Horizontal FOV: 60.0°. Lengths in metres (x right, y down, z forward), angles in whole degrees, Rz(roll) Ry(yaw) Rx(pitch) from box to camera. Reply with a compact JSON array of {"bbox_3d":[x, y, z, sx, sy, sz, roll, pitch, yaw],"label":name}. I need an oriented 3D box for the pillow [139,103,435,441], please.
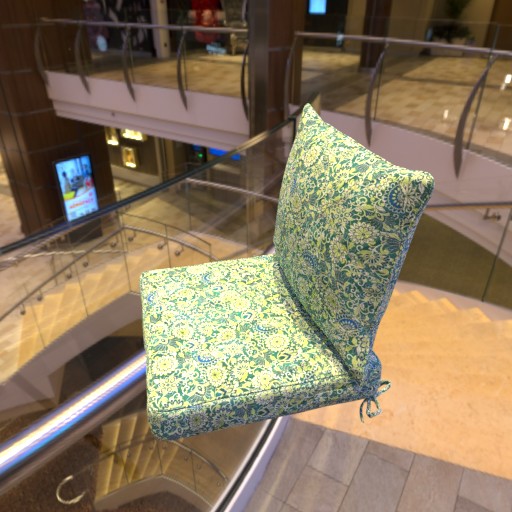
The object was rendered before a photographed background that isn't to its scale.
[{"bbox_3d":[0.000,0.000,1.347,0.740,0.722,0.798,-8,32,-13],"label":"pillow"}]
